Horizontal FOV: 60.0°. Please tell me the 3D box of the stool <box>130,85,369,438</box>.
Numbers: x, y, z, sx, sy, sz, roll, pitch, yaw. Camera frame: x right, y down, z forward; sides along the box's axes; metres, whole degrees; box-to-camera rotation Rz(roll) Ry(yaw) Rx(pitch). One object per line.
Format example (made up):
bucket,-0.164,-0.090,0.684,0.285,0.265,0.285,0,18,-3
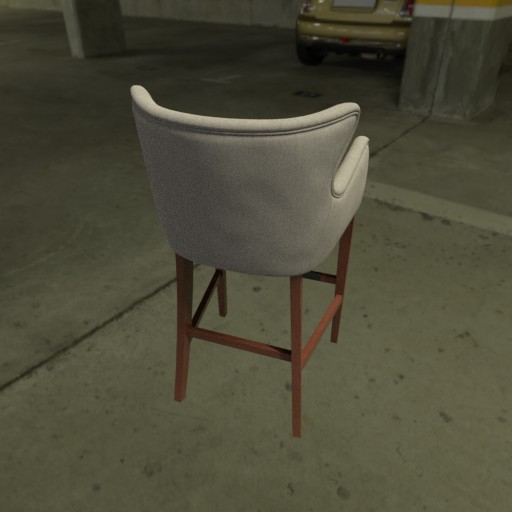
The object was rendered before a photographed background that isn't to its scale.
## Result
stool,0.000,0.000,1.404,0.575,1.047,0.575,11,34,16
